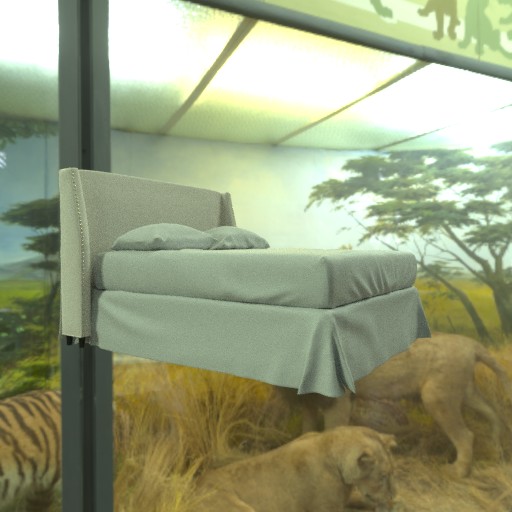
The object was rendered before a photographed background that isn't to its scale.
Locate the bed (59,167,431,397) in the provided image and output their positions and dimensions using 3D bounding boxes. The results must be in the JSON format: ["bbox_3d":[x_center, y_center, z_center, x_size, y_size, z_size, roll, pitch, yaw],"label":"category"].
[{"bbox_3d":[0.000,0.000,3.438,2.276,1.332,1.925,1,2,34],"label":"bed"}]
